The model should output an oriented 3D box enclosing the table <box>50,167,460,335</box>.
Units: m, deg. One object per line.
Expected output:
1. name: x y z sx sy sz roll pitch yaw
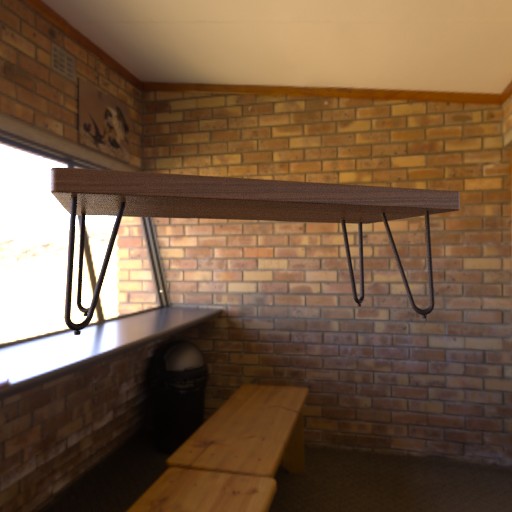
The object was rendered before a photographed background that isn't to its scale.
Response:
1. table: 0.000 0.000 1.697 1.375 0.468 0.637 0 -1 -18
